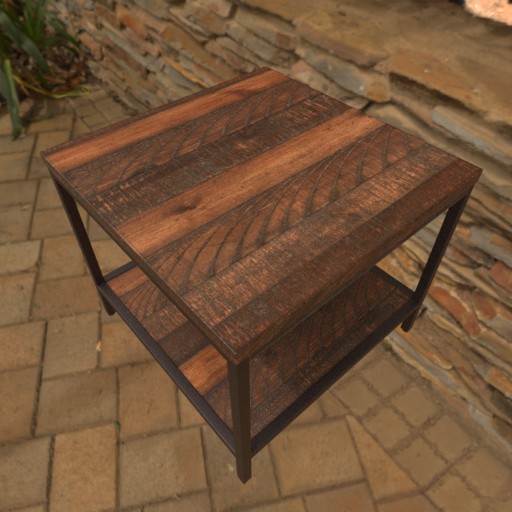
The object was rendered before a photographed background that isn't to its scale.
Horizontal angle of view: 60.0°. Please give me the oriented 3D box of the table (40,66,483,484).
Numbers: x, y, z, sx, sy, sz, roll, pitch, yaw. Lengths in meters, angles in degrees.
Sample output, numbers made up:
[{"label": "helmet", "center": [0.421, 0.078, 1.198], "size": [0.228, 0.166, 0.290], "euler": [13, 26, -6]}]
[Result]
[{"label": "table", "center": [0.000, 0.000, 0.947], "size": [0.548, 0.482, 0.553], "euler": [-32, 54, -27]}]
